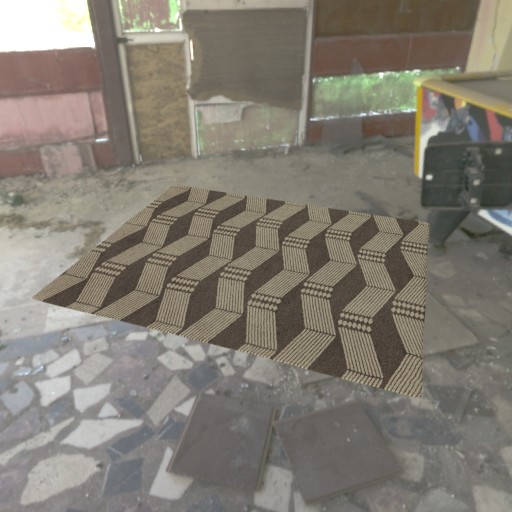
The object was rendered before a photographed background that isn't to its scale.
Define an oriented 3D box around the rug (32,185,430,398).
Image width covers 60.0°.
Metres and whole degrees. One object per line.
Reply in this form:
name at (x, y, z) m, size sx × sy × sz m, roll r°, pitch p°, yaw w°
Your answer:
rug at (0.000, 0.000, 4.158) m, size 3.048 × 0.016 × 2.438 m, roll 11°, pitch 34°, yaw 16°
